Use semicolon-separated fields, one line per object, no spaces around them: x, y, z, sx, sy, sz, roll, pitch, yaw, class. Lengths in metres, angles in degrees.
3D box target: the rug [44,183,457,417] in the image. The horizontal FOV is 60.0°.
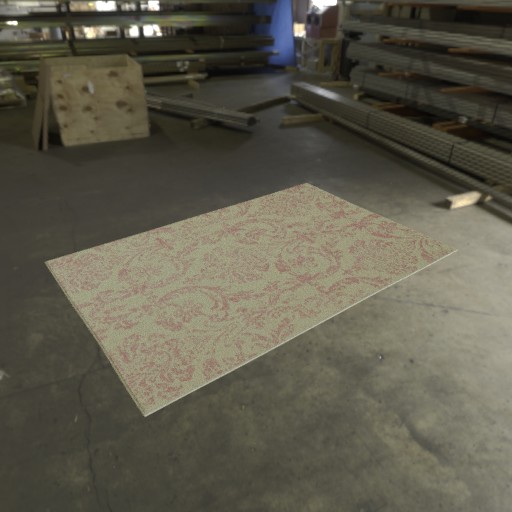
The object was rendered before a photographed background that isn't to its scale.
0.000;0.000;2.360;1.839;0.012;1.219;-21;37;-31;rug
